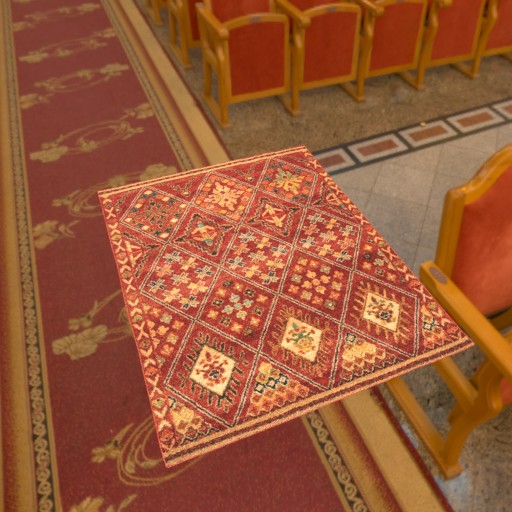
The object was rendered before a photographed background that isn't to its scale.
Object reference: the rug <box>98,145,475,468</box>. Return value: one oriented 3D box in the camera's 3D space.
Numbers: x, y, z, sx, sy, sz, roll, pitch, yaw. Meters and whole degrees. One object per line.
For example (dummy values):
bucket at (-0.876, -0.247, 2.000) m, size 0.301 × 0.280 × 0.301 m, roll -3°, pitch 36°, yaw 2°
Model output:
rug at (0.000, 0.000, 4.158) m, size 2.489 × 0.030 × 3.086 m, roll -16°, pitch 49°, yaw -15°
